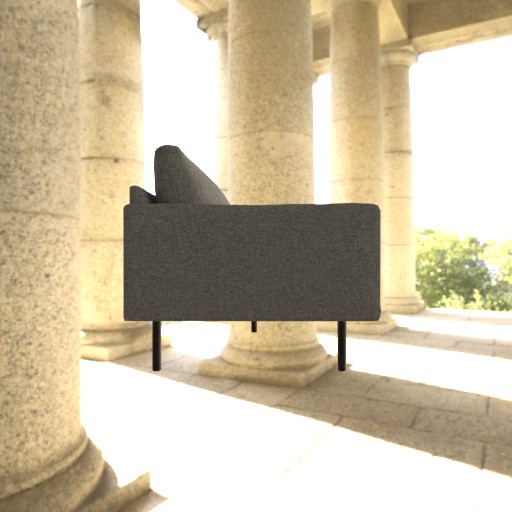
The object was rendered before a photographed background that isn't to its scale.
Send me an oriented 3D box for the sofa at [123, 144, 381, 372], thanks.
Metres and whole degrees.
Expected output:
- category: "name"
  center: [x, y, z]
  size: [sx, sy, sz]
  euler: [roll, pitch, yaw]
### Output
- category: "sofa"
  center: [0.000, 0.000, 2.410]
  size: [0.850, 0.830, 2.000]
  euler: [0, 0, 0]
